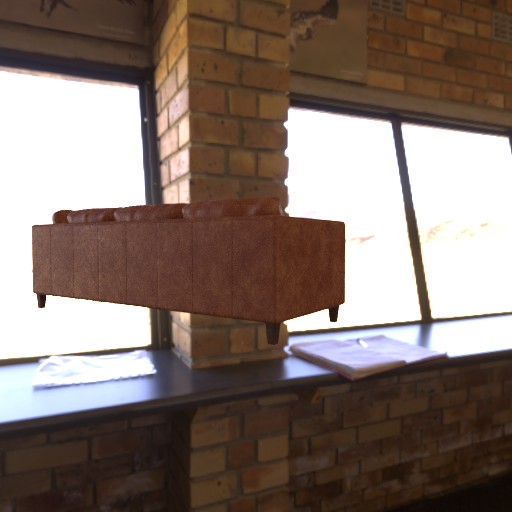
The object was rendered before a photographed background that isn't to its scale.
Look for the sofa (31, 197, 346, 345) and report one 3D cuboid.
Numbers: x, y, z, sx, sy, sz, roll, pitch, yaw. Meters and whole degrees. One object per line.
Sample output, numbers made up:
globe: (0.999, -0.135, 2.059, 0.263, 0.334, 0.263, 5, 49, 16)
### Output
sofa: (0.000, 0.000, 4.337, 2.438, 0.838, 3.150, 1, 2, 34)
